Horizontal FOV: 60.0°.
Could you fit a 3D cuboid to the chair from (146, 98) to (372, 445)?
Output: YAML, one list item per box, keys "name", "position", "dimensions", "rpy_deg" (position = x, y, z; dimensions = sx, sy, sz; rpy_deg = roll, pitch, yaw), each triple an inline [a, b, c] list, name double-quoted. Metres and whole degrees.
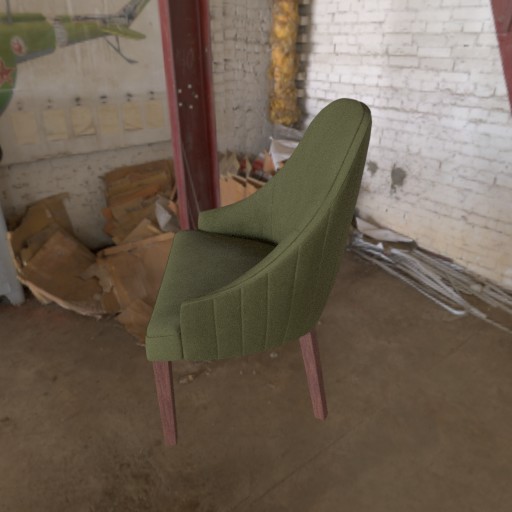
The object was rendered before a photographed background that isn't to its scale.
- name: "chair"
  position: [0.000, 0.000, 1.336]
  dimensions: [0.575, 0.889, 0.643]
  rpy_deg: [-1, 27, -2]
